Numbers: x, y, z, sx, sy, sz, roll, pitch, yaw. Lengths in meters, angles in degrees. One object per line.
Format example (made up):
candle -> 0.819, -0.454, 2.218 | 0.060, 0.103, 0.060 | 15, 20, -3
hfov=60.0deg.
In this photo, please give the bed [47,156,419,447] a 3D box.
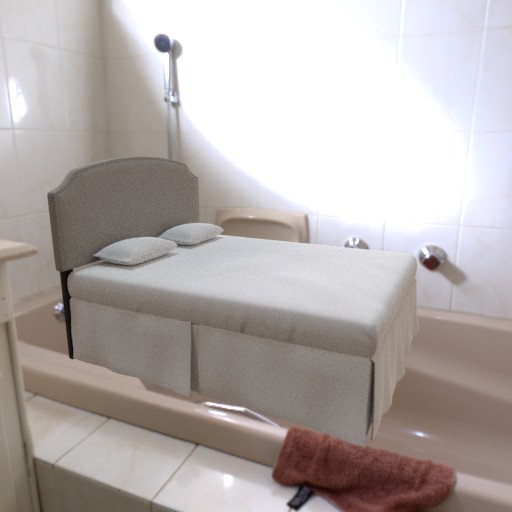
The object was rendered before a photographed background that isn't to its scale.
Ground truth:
bed -> 0.000, 0.000, 2.943 | 1.999, 1.270, 1.558 | 7, 15, 25
